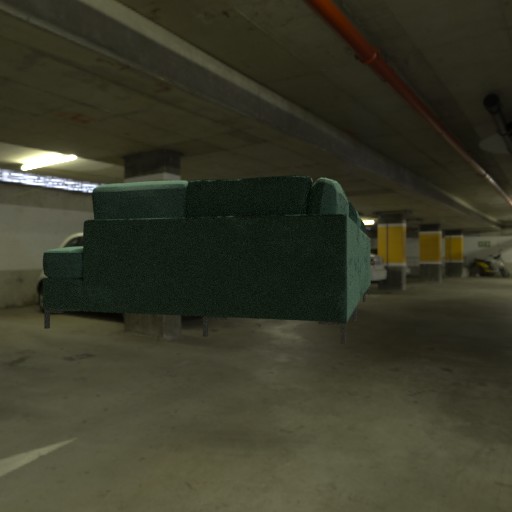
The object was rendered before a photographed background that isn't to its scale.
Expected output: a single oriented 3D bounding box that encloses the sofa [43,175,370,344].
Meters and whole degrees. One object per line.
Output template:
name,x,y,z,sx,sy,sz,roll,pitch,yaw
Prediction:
sofa,0.000,0.000,4.353,2.055,0.992,3.434,0,0,17
